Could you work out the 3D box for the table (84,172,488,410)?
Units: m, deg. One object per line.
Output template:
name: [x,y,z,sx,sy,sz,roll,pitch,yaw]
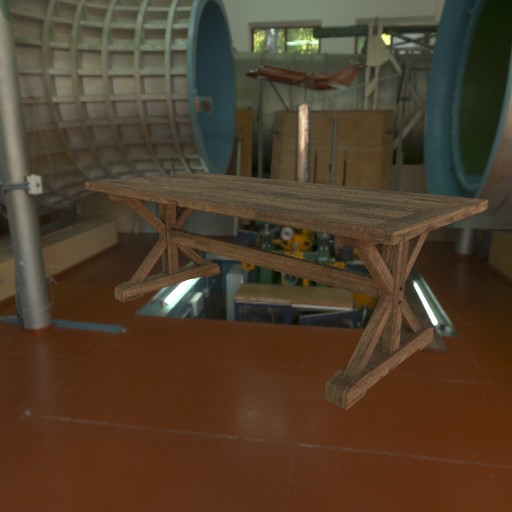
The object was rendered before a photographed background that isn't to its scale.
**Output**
table: [0.000,0.000,2.454,2.031,0.733,0.907,14,21,41]
